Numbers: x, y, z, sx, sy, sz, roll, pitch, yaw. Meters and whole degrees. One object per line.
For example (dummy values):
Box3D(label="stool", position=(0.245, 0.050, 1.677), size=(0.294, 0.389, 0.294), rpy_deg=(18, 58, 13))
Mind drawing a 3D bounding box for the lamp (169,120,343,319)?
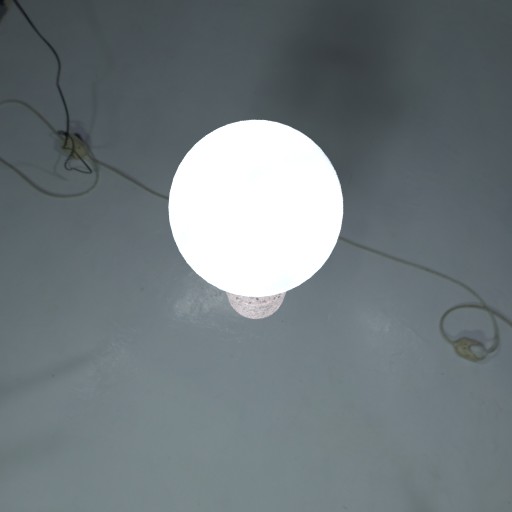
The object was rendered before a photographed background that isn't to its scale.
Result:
Box3D(label="lamp", position=(0.000, 0.000, 0.554), size=(0.153, 0.480, 0.153), rpy_deg=(0, 75, 0))
